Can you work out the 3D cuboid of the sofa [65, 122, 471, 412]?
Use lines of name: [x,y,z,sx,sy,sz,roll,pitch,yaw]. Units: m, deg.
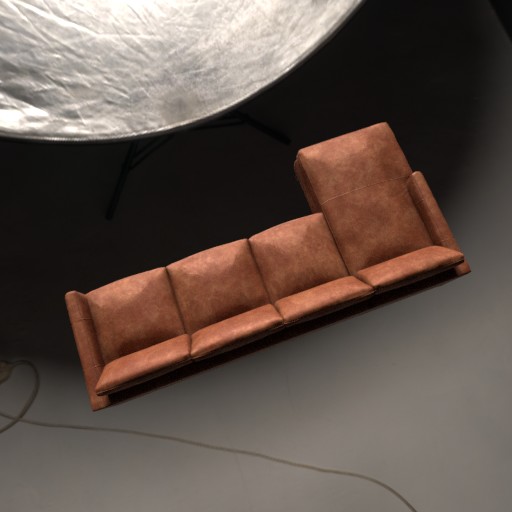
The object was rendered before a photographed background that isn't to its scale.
sofa: [0.000,0.000,3.630,2.993,0.859,1.471,-19,77,-5]
